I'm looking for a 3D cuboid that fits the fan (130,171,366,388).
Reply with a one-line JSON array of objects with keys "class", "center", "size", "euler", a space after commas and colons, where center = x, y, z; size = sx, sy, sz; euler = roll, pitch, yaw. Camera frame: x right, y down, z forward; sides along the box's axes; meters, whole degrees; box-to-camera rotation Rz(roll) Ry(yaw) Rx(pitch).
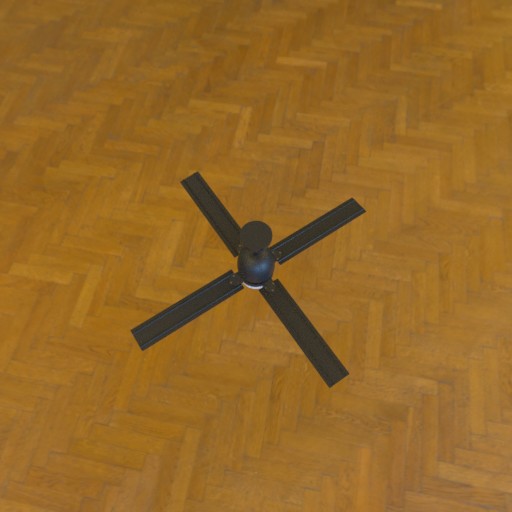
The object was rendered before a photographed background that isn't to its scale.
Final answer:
[{"class": "fan", "center": [0.000, 0.000, 2.067], "size": [1.319, 0.410, 1.319], "euler": [-33, 68, -15]}]
